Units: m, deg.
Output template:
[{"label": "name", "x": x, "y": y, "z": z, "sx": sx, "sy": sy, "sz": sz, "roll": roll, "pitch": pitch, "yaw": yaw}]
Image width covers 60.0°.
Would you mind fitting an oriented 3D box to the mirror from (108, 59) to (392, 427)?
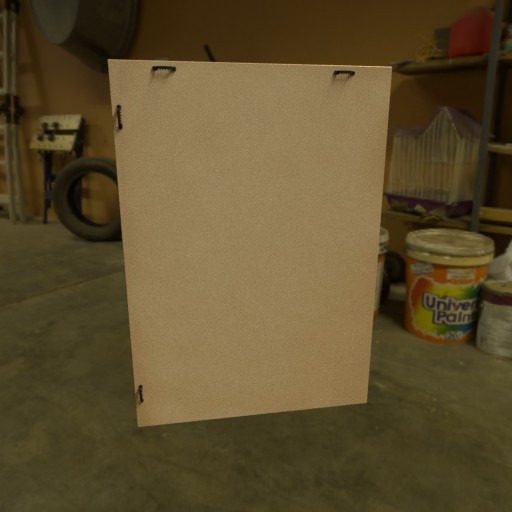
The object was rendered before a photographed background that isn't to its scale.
[{"label": "mirror", "x": 0.000, "y": 0.000, "z": 0.887, "sx": 0.507, "sy": 0.710, "sz": 0.039, "roll": -3, "pitch": 16, "yaw": -9}]
